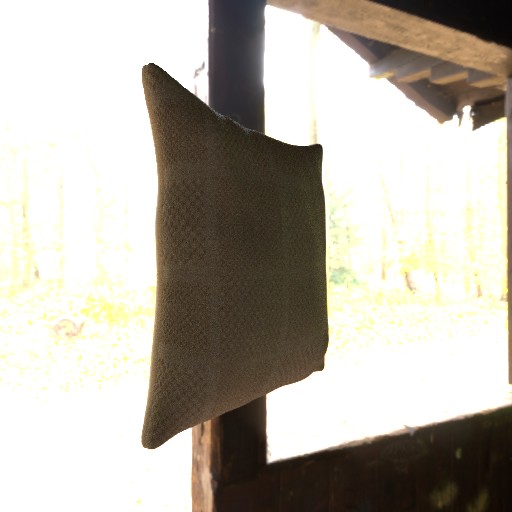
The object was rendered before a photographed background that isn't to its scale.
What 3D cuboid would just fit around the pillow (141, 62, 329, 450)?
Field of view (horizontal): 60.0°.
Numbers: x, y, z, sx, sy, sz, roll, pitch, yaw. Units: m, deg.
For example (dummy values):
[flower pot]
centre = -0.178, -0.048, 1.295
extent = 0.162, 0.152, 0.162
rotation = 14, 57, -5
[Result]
[pillow]
centre = 0.000, 0.000, 0.670
extent = 0.138, 0.432, 0.436
rotation = 0, -1, 34
